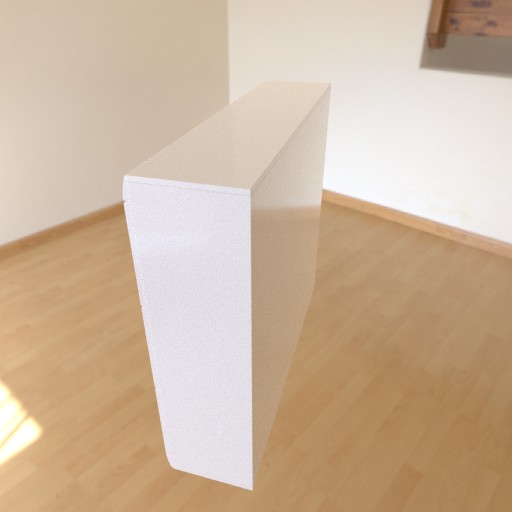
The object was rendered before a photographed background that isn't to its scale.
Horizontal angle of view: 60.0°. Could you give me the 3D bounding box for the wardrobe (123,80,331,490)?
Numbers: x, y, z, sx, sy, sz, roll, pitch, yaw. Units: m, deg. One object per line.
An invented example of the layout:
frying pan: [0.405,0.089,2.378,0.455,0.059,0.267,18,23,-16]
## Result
wardrobe: [0.000,0.000,1.914,0.360,1.200,1.340,8,32,14]
